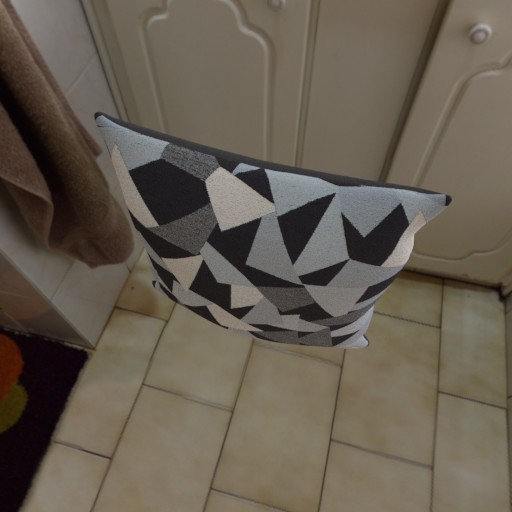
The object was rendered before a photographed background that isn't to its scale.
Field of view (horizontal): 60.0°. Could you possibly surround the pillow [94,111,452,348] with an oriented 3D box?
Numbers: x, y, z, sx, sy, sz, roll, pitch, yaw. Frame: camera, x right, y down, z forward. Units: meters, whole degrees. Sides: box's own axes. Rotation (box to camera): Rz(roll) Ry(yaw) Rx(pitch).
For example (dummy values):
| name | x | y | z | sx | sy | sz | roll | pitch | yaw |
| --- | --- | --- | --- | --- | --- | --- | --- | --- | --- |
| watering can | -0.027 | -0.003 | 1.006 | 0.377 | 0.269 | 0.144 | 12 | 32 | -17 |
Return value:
| name | x | y | z | sx | sy | sz | roll | pitch | yaw |
| --- | --- | --- | --- | --- | --- | --- | --- | --- | --- |
| pillow | 0.000 | 0.000 | 0.779 | 0.503 | 0.496 | 0.208 | 15 | 59 | 9 |
